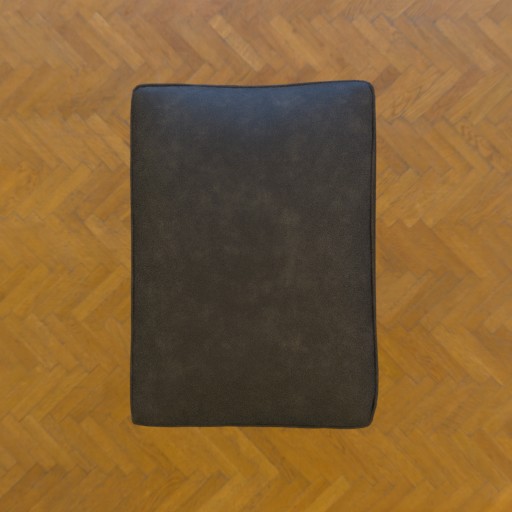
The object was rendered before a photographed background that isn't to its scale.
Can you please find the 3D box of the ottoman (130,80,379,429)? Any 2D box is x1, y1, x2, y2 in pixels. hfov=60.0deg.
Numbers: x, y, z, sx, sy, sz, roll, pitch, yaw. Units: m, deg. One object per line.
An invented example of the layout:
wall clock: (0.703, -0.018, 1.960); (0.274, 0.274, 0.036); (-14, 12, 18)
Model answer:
ottoman: (0.000, 0.000, 0.998); (0.501, 0.413, 0.665); (0, 90, 2)
